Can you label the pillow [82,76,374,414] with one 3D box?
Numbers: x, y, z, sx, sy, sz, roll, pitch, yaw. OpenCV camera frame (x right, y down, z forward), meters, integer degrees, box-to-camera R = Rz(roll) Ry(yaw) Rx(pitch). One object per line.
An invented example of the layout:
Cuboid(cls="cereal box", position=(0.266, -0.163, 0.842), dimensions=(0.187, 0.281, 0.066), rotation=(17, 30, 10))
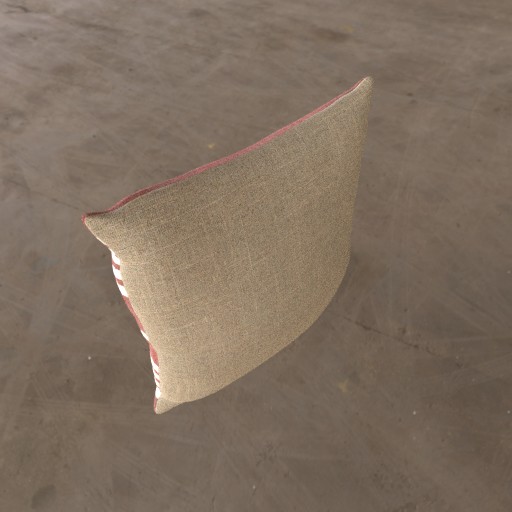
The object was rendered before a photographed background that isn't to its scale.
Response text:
Cuboid(cls="pillow", position=(0.000, 0.000, 0.662), dimensions=(0.439, 0.427, 0.182), rotation=(-33, 55, -27))
